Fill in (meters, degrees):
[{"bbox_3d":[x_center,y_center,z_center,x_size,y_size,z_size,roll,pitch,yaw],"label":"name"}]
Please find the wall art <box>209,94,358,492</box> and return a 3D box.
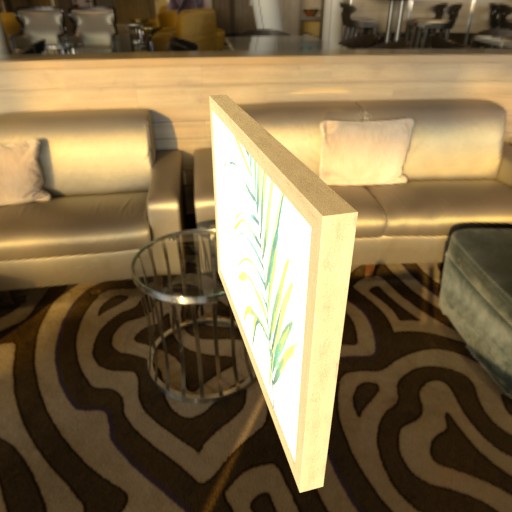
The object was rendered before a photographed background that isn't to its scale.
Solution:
[{"bbox_3d":[0.000,0.000,0.683,0.032,0.380,0.532,-8,31,-13],"label":"wall art"}]
